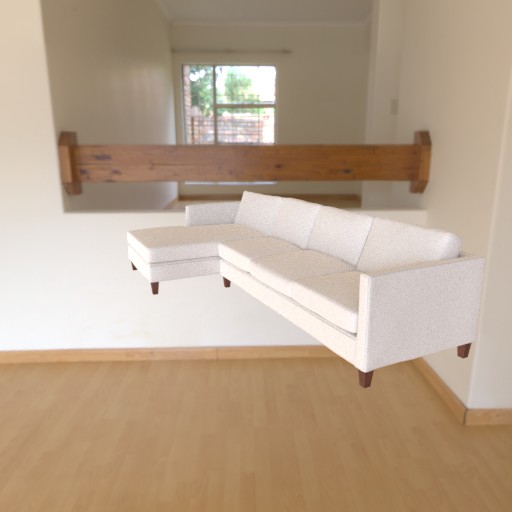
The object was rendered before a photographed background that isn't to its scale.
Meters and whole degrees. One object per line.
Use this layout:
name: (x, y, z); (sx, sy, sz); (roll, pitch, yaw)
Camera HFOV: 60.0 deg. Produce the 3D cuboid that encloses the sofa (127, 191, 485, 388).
sofa: (0.000, 0.000, 3.832); (1.625, 0.846, 3.186); (-7, 16, -26)
